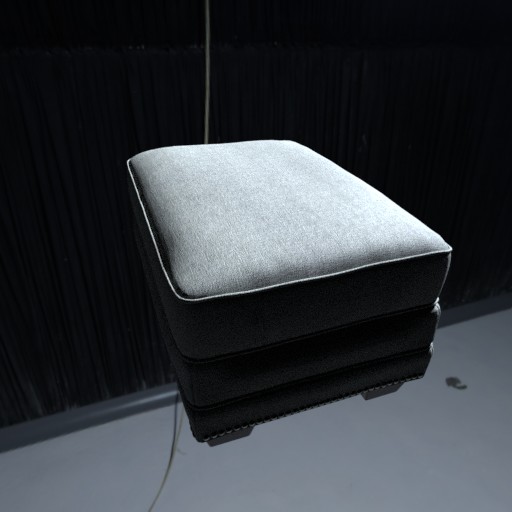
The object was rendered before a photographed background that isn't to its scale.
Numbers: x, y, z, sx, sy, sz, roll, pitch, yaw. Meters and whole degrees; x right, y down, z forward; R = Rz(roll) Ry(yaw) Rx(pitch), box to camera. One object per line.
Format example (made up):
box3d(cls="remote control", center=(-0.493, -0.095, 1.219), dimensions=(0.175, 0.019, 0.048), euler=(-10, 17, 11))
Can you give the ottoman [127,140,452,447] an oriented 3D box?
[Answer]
box3d(cls="ottoman", center=(0.000, 0.000, 1.153), dimensions=(0.561, 0.457, 0.813), euler=(-10, 30, -17))
